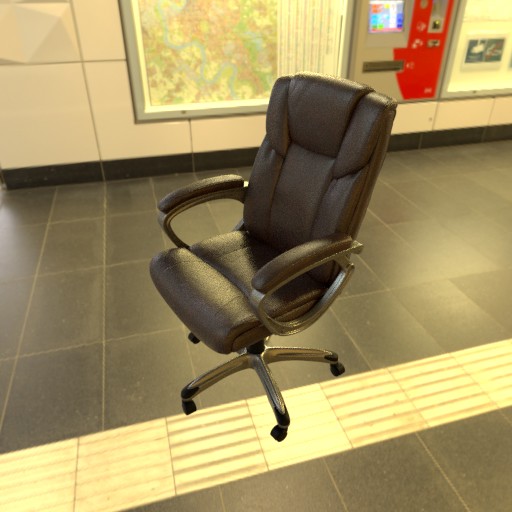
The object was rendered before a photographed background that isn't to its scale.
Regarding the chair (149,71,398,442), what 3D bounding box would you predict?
[{"bbox_3d":[0.000,0.000,1.552,0.692,1.128,0.656,-21,37,-30],"label":"chair"}]
